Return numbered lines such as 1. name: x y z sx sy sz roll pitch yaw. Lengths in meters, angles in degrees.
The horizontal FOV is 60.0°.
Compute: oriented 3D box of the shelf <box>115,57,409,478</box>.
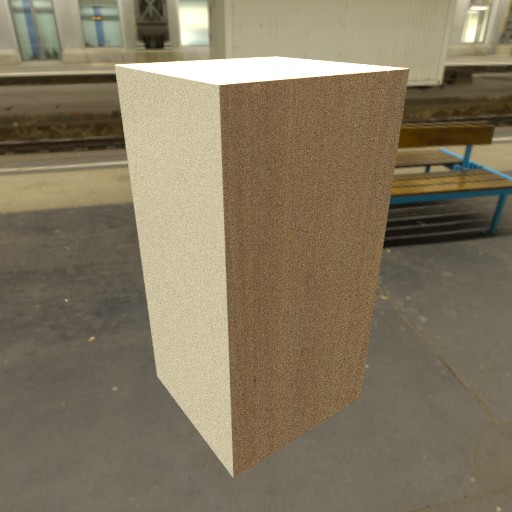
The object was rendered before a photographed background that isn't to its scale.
1. shelf: 0.000 0.000 0.753 0.297 0.594 0.290 -19 33 -31
